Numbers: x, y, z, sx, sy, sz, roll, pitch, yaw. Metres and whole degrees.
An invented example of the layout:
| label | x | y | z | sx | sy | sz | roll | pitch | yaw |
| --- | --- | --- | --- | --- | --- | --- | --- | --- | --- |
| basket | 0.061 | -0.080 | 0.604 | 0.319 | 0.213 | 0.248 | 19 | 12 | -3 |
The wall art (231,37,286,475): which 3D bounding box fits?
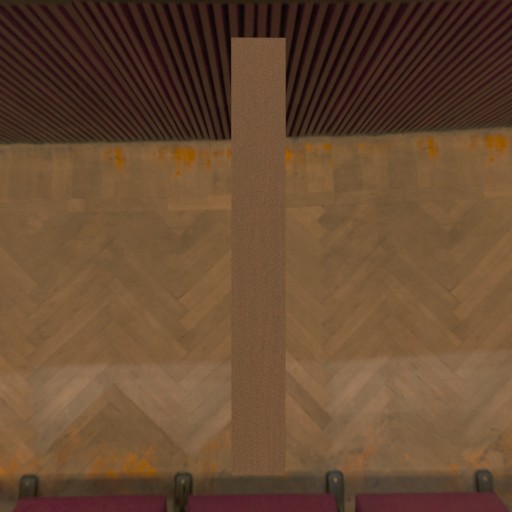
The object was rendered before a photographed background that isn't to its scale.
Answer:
| label | x | y | z | sx | sy | sz | roll | pitch | yaw |
| --- | --- | --- | --- | --- | --- | --- | --- | --- | --- |
| wall art | 0.000 | 0.000 | 0.460 | 0.038 | 0.303 | 0.304 | 0 | 90 | -1 |
